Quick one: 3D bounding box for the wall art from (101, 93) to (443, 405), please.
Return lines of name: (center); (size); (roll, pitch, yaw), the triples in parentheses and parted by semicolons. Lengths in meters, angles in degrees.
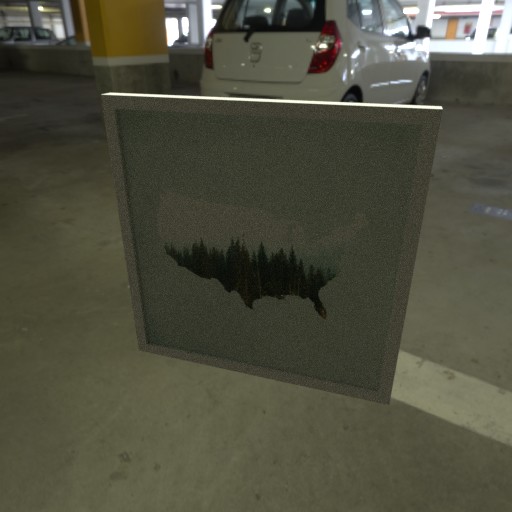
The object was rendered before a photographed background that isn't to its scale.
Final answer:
wall art: (0.000, 0.000, 1.138); (0.762, 0.762, 0.038); (8, 28, 16)
